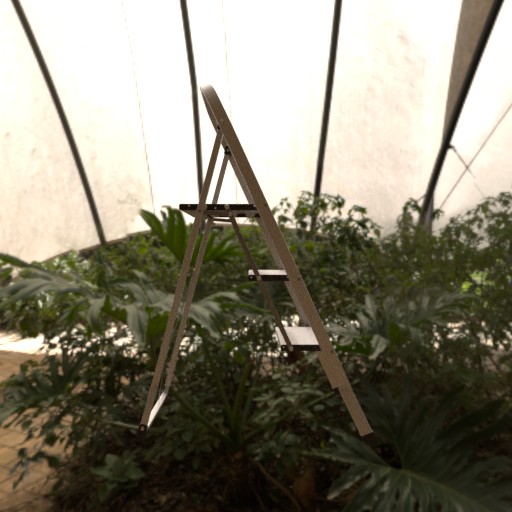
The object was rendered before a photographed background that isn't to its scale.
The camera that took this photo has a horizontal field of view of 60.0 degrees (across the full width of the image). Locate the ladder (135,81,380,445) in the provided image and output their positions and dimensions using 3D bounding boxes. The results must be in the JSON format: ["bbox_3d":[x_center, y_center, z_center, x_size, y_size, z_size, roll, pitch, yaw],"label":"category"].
[{"bbox_3d":[0.000,0.000,1.480,0.704,1.070,0.465,0,1,-1],"label":"ladder"}]
